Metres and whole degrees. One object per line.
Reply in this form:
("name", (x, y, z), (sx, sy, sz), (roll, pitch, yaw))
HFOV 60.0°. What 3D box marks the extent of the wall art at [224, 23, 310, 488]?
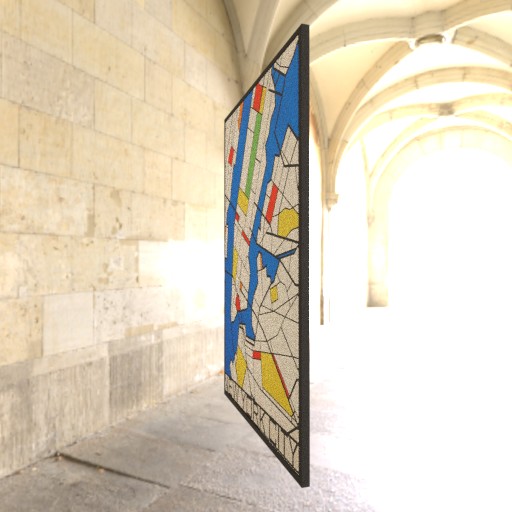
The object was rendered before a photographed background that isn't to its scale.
("wall art", (0.000, 0.000, 0.846), (0.013, 0.657, 0.457), (0, 0, -18))
